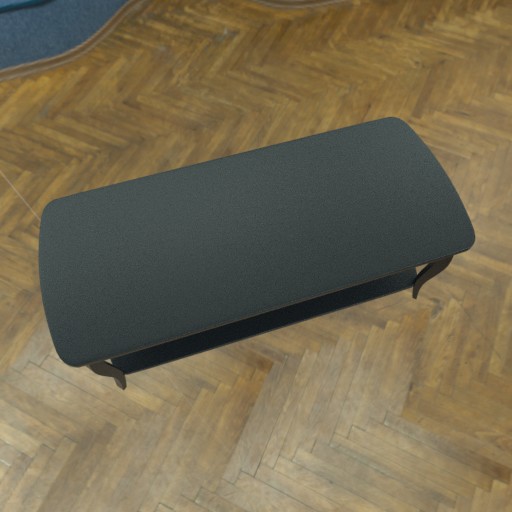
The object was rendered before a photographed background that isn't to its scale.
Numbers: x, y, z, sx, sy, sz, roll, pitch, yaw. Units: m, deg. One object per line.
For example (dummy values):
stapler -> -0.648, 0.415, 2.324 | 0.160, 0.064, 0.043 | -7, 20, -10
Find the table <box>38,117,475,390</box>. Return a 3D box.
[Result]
table -> 0.000, 0.000, 1.595 | 1.333, 0.457, 0.571 | -16, 64, -8
